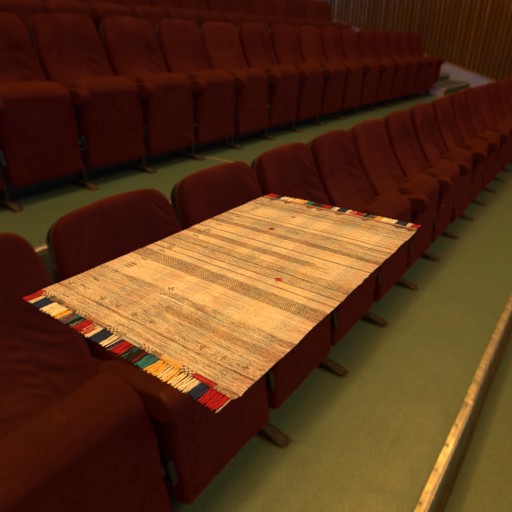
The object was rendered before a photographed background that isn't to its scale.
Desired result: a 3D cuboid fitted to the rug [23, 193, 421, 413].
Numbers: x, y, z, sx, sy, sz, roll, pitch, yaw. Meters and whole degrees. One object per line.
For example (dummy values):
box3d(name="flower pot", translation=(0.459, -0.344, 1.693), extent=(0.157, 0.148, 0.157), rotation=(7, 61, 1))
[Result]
box3d(name="rug", translation=(0.000, 0.000, 2.971), extent=(1.465, 0.012, 2.465), rotation=(17, 30, 32))
